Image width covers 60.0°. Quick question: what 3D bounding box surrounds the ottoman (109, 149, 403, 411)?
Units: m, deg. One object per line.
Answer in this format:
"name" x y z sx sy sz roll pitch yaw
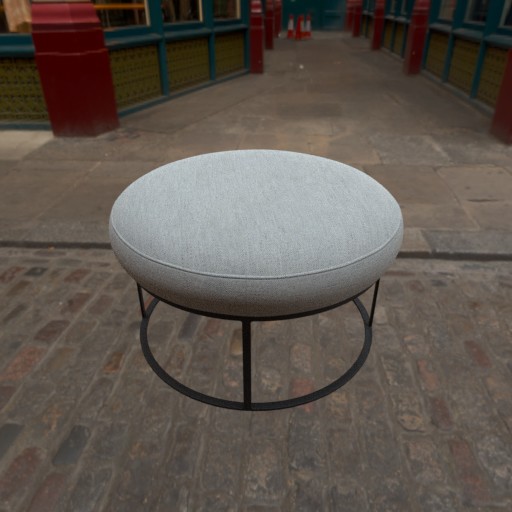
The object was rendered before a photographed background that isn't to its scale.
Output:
"ottoman" 0.000 0.000 1.267 0.769 0.459 0.769 0 31 0
